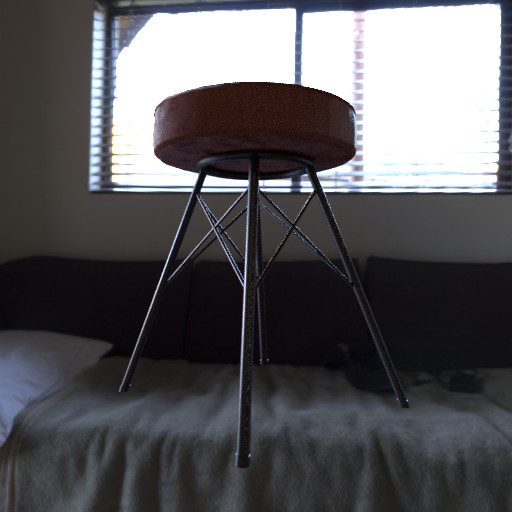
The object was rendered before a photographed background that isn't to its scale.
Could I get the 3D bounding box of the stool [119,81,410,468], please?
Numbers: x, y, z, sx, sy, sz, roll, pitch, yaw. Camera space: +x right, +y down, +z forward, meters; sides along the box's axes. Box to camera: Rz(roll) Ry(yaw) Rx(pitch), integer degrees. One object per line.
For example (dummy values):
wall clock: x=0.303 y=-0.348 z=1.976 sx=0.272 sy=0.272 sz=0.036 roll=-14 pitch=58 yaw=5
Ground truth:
stool: x=0.000 y=0.000 z=0.920 sx=0.421 sy=0.593 sz=0.457 roll=0 pitch=0 yaw=-38
